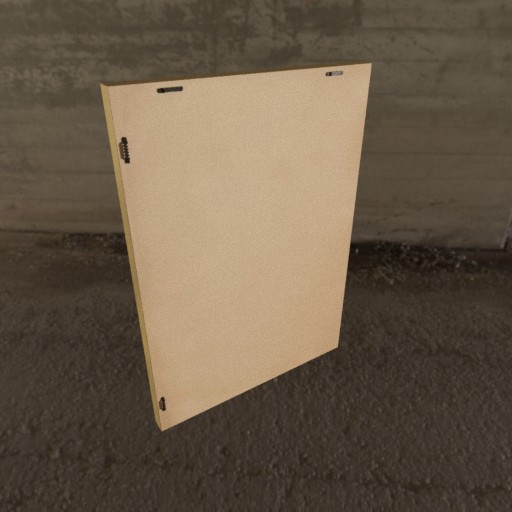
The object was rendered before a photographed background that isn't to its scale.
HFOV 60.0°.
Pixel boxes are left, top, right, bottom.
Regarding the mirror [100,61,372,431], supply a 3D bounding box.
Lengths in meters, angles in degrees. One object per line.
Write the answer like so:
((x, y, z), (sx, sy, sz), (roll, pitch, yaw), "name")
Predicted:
((0.000, 0.000, 0.918), (0.507, 0.710, 0.040), (-18, 34, -28), "mirror")
